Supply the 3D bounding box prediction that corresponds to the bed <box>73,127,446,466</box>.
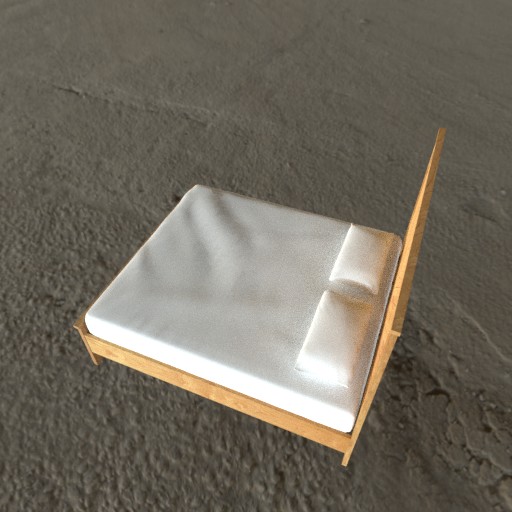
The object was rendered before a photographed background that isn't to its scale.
[{"bbox_3d":[0.000,0.000,3.501,2.201,1.686,1.936,16,48,16],"label":"bed"}]
